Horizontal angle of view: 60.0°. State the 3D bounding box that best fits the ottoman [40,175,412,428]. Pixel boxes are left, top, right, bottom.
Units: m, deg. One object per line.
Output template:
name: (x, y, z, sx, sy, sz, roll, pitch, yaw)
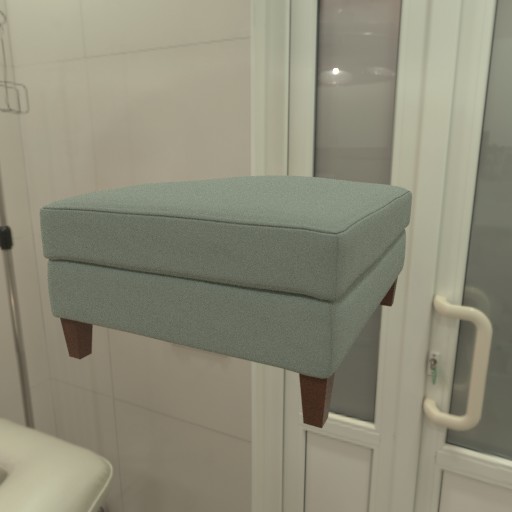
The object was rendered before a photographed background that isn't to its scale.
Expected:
ottoman: (0.000, 0.000, 1.454, 0.842, 0.494, 0.991, 7, 15, 25)
